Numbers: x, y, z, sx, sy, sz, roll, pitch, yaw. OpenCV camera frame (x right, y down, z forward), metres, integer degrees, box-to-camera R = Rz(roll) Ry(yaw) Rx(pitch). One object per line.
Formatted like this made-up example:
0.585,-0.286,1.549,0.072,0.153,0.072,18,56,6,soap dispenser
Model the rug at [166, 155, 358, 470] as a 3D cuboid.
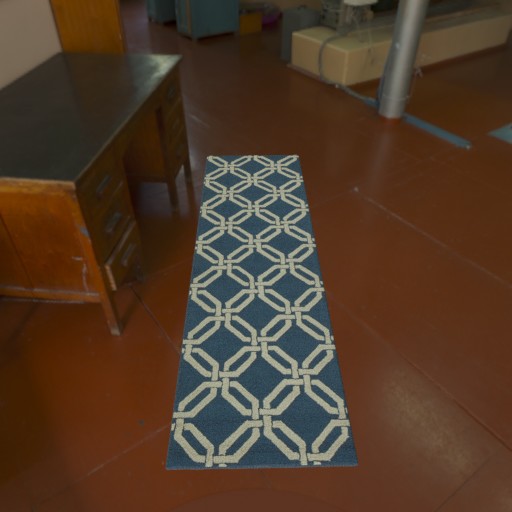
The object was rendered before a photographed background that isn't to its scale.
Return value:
0.000,0.000,2.415,0.678,0.014,2.276,-1,41,-1,rug
